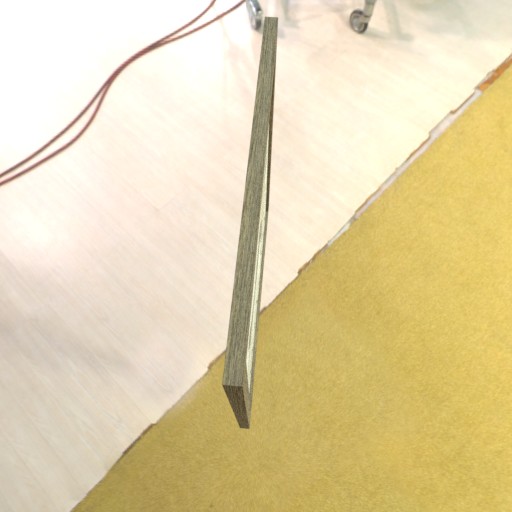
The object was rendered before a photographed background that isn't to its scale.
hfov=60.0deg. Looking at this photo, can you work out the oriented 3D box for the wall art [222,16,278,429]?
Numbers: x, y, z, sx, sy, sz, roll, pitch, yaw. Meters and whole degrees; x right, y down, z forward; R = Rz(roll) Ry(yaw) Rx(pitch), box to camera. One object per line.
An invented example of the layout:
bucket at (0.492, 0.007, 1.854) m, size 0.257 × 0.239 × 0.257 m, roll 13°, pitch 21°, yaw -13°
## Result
wall art at (0.000, 0.000, 0.746) m, size 0.019 × 0.508 × 0.508 m, roll 4°, pitch 65°, yaw 2°
